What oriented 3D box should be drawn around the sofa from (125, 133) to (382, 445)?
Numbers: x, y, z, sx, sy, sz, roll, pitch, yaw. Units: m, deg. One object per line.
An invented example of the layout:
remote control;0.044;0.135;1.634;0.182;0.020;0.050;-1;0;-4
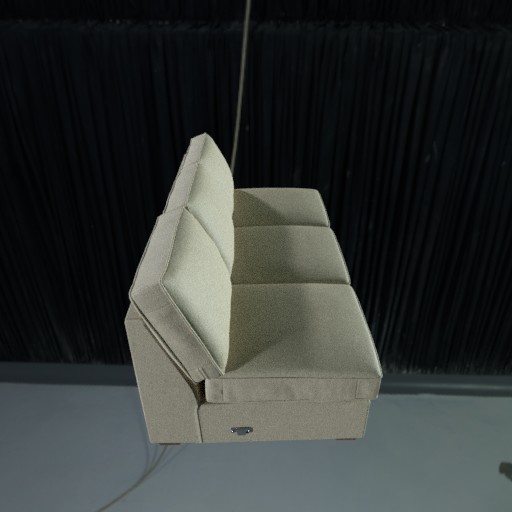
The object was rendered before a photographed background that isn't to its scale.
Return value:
sofa;0.000;0.000;2.604;1.027;0.973;1.962;-1;31;-1
